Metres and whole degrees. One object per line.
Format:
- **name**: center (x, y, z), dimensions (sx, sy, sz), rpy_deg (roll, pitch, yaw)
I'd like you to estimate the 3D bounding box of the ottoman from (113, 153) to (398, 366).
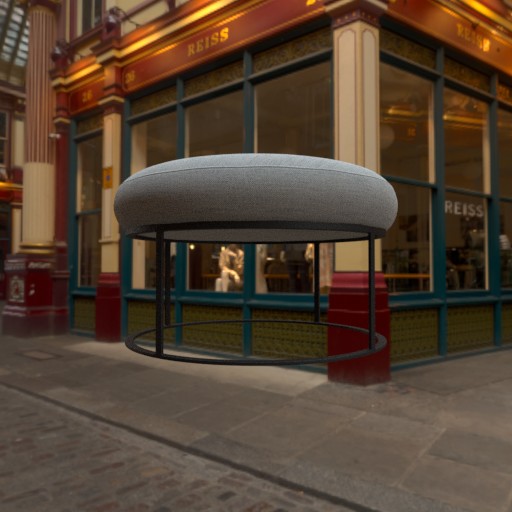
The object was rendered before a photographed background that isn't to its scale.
- **ottoman**: center (0.000, 0.000, 1.254), dimensions (0.769, 0.459, 0.769), rpy_deg (0, -1, 0)
